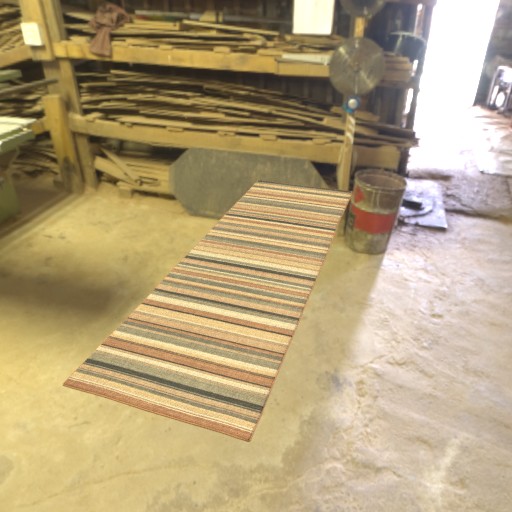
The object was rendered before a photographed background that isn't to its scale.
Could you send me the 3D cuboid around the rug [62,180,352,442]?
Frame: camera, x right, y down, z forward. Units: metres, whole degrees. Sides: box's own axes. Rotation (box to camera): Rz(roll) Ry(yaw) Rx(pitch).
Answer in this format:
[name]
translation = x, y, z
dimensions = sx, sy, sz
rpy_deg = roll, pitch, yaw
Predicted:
[rug]
translation = 0.000, 0.000, 2.643
dimensions = 0.799, 0.010, 2.444
rpy_deg = 10, 31, 16
